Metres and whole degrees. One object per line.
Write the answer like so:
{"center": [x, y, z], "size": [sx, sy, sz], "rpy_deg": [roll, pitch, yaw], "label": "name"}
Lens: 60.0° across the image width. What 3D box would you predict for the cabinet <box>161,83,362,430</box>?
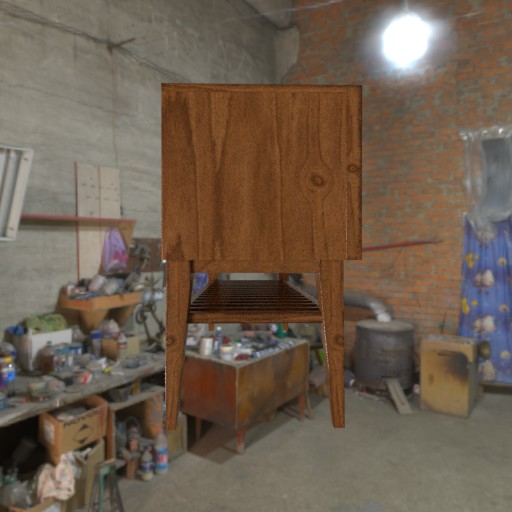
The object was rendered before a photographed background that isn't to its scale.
{"center": [0.000, 0.000, 1.706], "size": [0.477, 0.802, 1.363], "rpy_deg": [0, 0, -2], "label": "cabinet"}
